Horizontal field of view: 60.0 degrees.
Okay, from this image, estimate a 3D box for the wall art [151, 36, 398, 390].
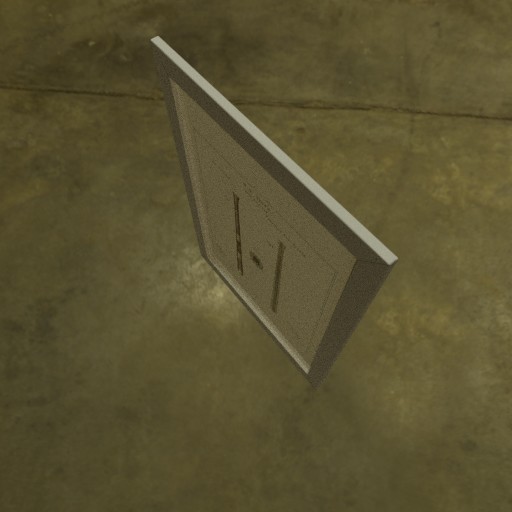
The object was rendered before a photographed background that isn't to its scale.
[{"bbox_3d":[0.000,0.000,0.677,0.012,0.529,0.374,-36,68,-17],"label":"wall art"}]
